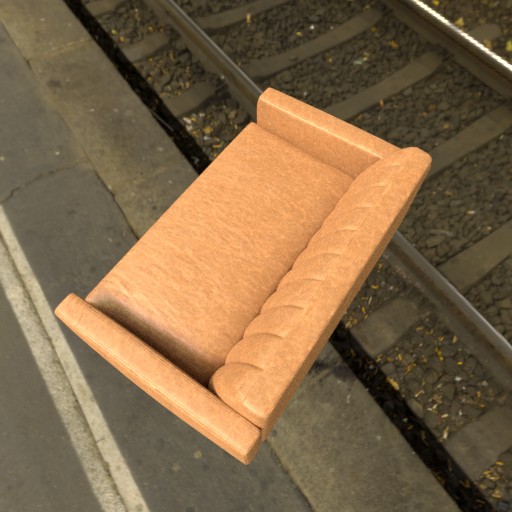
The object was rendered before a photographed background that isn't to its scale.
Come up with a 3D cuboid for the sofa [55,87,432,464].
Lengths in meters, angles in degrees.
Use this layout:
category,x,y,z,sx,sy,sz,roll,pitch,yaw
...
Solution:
category,x,y,z,sx,sy,sz,roll,pitch,yaw
sofa,0.000,0.000,2.108,0.960,0.820,1.549,31,66,16
